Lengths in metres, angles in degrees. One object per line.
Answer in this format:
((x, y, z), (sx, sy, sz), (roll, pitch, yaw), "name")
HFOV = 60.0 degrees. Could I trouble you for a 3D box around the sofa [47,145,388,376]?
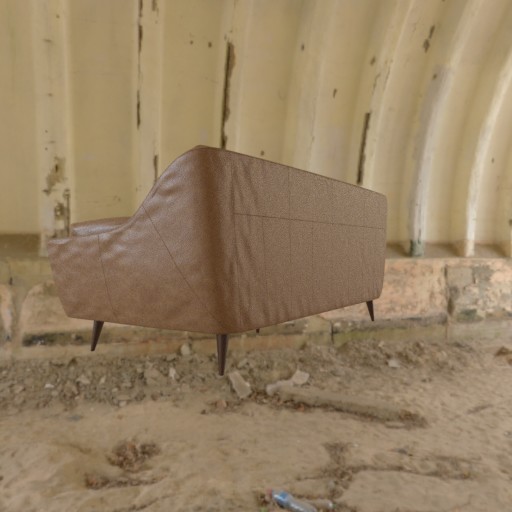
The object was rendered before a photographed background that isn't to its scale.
((0.000, 0.000, 2.421), (0.904, 0.839, 1.902), (1, 1, 36), "sofa")
